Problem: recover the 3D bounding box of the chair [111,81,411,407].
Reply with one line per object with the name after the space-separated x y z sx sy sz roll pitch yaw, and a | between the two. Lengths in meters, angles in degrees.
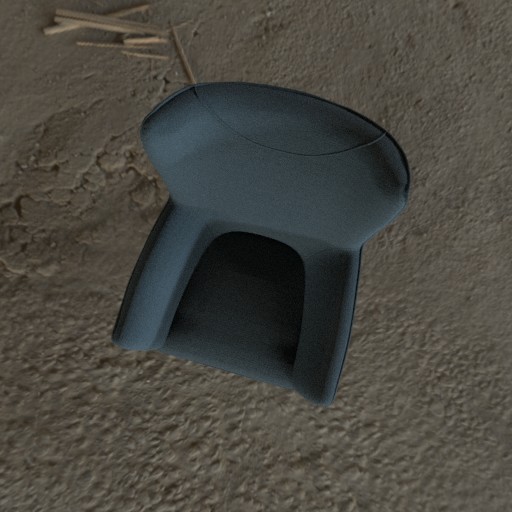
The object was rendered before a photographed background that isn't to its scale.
0.000 0.000 1.635 0.781 0.933 0.888 15 76 4 | chair
